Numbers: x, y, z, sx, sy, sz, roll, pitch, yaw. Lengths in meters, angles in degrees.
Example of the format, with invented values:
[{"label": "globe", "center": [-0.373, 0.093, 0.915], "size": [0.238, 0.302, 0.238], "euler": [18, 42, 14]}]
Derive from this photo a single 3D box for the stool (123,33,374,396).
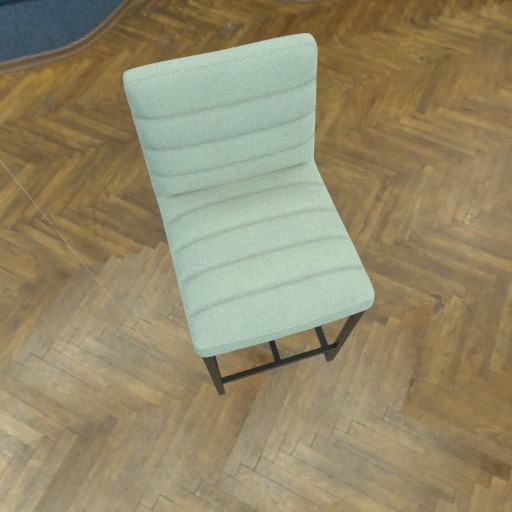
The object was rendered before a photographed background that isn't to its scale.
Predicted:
[{"label": "stool", "center": [0.000, 0.000, 1.283], "size": [0.459, 0.971, 0.567], "euler": [-15, 64, -8]}]
